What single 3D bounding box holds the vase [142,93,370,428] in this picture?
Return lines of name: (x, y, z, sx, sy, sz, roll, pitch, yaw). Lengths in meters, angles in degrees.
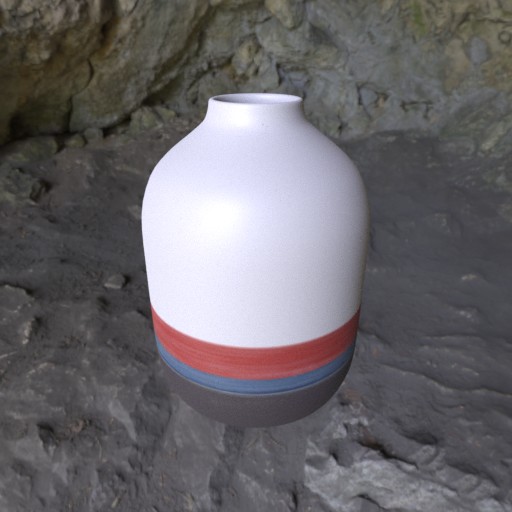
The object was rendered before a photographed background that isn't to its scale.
vase: (0.000, 0.000, 0.350, 0.169, 0.237, 0.169, 0, 26, 0)
